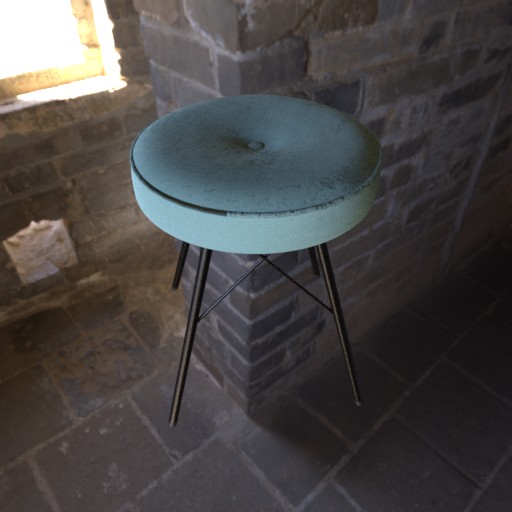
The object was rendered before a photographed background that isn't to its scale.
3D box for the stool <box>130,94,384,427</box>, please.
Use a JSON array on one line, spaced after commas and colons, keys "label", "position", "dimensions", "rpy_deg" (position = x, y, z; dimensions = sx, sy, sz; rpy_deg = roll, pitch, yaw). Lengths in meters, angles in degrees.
[{"label": "stool", "position": [0.000, 0.000, 0.882], "dimensions": [0.458, 0.519, 0.457], "rpy_deg": [1, 41, 1]}]
